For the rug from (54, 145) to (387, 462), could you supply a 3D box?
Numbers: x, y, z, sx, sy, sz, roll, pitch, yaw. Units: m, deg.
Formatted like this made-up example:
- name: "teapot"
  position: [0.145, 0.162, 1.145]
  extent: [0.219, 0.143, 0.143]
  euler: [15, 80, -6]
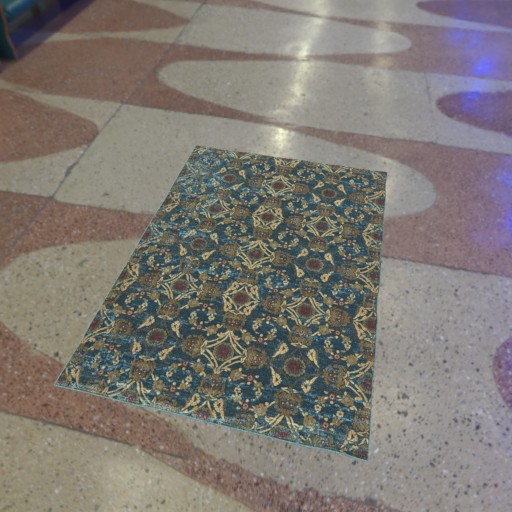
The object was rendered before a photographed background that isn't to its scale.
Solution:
- name: "rug"
  position: [0.000, 0.000, 2.837]
  extent: [1.567, 0.014, 2.207]
  euler: [10, 48, 9]
